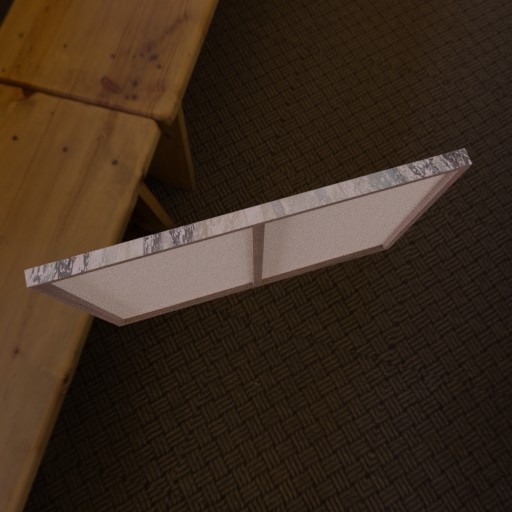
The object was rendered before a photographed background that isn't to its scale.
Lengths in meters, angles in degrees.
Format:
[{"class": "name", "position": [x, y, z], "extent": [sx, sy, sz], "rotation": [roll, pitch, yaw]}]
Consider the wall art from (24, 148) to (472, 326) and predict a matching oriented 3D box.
[{"class": "wall art", "position": [0.000, 0.000, 1.171], "extent": [0.919, 0.598, 0.038], "rotation": [-16, 75, -4]}]
